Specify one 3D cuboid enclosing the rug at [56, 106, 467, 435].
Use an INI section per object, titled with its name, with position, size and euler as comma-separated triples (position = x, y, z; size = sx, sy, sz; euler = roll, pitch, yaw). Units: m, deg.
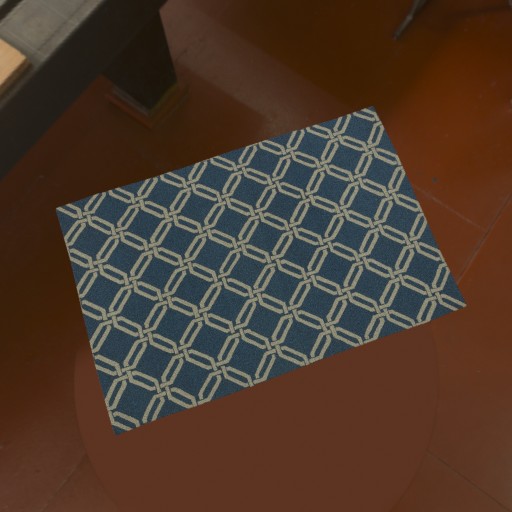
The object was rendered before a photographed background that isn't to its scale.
[rug]
position = 0.000, 0.000, 2.180
size = 1.755, 0.010, 1.153
euler = -19, 77, -5
